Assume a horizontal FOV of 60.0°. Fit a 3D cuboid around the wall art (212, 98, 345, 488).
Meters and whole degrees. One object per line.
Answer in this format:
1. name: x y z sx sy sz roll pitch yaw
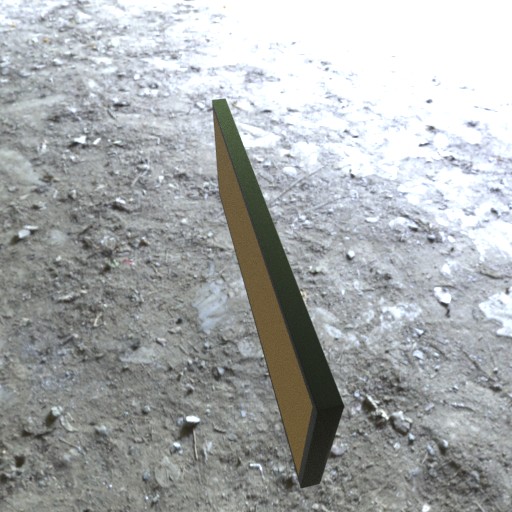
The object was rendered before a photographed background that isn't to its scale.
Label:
1. wall art: 0.000 0.000 0.965 0.037 0.303 0.860 -9 47 -9
